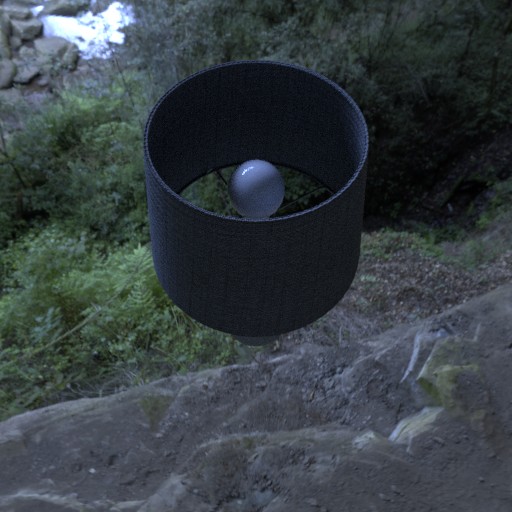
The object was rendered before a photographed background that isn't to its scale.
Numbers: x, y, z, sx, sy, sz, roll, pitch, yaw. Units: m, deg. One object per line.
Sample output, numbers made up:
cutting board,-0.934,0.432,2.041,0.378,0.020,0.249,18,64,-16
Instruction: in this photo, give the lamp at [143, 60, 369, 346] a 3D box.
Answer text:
lamp,0.000,0.000,0.575,0.251,0.429,0.251,0,59,0
